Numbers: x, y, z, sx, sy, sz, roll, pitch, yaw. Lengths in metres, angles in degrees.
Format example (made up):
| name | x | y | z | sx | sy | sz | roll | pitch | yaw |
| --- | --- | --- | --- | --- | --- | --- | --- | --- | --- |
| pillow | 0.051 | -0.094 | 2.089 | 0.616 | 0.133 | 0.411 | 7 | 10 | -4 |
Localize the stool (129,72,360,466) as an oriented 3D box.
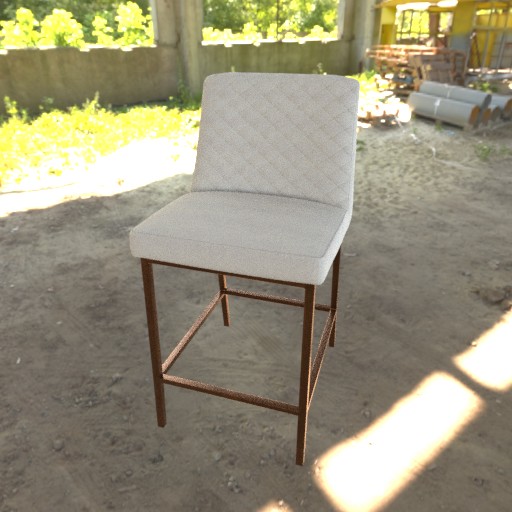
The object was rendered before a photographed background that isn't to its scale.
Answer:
| name | x | y | z | sx | sy | sz | roll | pitch | yaw |
| --- | --- | --- | --- | --- | --- | --- | --- | --- | --- |
| stool | 0.000 | 0.000 | 1.317 | 0.507 | 0.973 | 0.576 | 8 | 28 | 16 |
